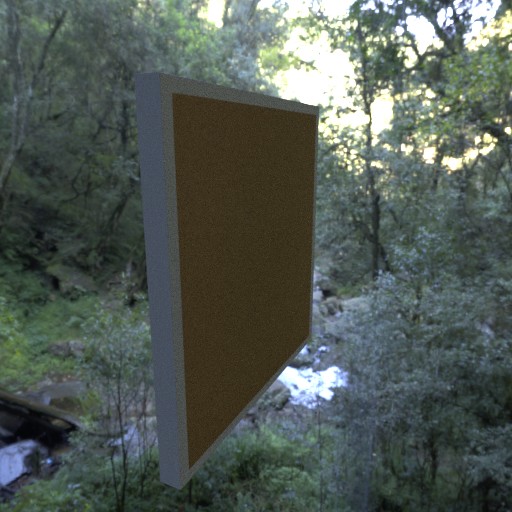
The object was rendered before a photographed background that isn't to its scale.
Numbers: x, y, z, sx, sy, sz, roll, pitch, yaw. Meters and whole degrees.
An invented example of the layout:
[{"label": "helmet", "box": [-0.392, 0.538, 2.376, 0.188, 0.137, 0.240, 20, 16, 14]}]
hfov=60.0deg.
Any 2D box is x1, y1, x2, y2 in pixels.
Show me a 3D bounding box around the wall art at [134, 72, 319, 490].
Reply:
[{"label": "wall art", "box": [0.000, 0.000, 0.448, 0.020, 0.307, 0.307, 7, 16, 25]}]
